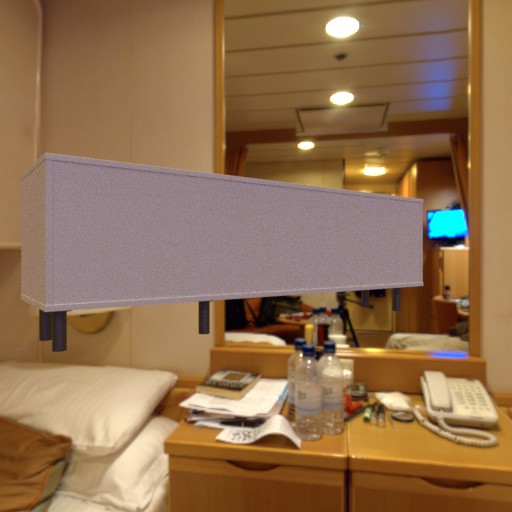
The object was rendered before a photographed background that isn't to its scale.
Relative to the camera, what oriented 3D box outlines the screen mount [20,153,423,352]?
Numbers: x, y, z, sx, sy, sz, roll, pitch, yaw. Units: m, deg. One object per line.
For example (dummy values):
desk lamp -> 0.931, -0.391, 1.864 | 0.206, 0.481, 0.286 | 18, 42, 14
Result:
screen mount -> 0.000, 0.000, 1.745 | 1.600, 0.520, 0.418 | 0, 0, -36
